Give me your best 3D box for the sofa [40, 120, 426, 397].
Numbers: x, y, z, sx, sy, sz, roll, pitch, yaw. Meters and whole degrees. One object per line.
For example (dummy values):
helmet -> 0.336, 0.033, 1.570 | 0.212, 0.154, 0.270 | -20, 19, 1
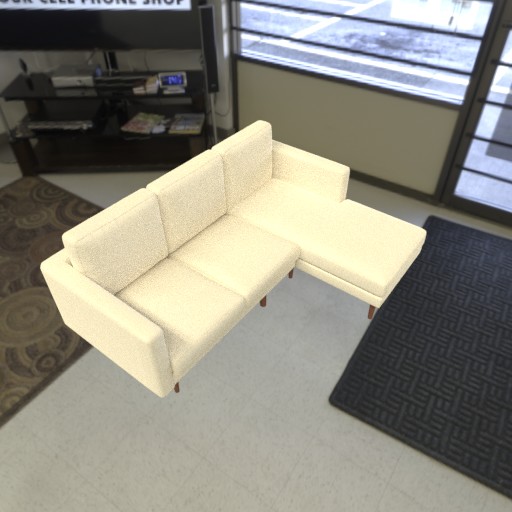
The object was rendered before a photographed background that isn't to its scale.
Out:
sofa -> 0.000, 0.000, 2.899 | 1.580, 0.899, 2.029 | 27, 48, 27
